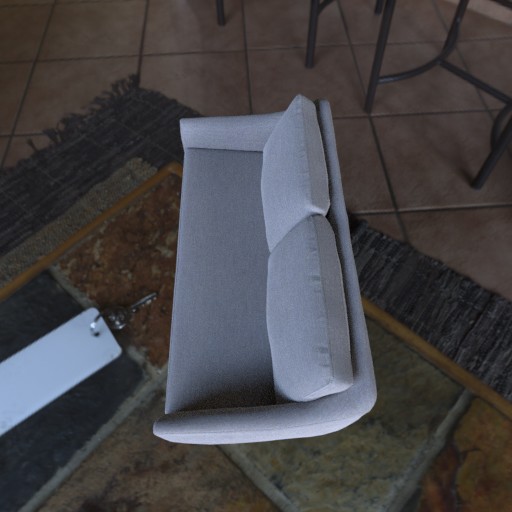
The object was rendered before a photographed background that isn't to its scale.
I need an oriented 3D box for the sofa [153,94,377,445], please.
[{"bbox_3d":[0.000,0.000,2.625,0.980,0.913,2.036,-1,59,-1],"label":"sofa"}]
